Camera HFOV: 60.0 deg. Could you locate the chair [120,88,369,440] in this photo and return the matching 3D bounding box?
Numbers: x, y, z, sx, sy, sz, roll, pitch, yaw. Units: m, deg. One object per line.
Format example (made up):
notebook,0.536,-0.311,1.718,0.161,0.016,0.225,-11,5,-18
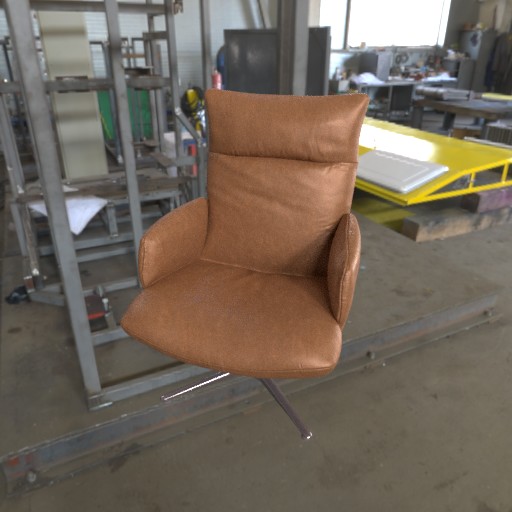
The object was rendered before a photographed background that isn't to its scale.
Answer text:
chair,0.000,0.000,1.547,0.711,1.027,0.794,8,27,16
